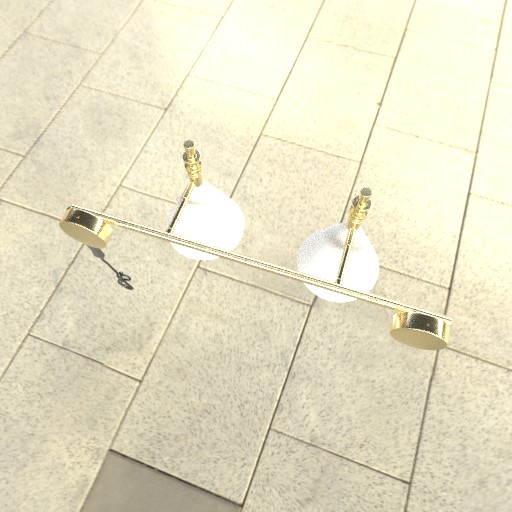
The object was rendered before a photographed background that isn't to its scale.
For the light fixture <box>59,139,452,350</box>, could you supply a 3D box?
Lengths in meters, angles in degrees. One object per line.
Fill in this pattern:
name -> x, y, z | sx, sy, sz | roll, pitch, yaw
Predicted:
light fixture -> 0.000, 0.000, 0.849 | 0.642, 0.468, 0.239 | 17, 66, 8
